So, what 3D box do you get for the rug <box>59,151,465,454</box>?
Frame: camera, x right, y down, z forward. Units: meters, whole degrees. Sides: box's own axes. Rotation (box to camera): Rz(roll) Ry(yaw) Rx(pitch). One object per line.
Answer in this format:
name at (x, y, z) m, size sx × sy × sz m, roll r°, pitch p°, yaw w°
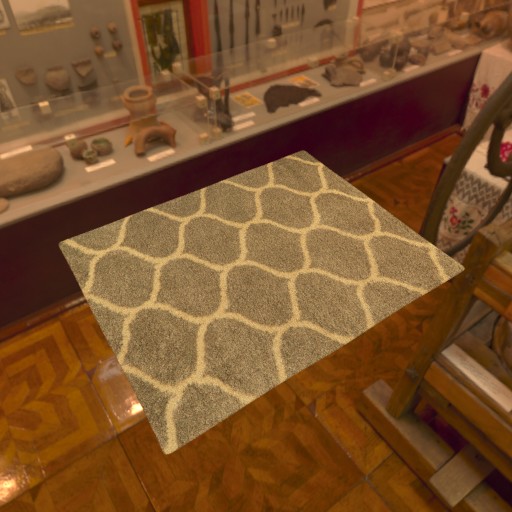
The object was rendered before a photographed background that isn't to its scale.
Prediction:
rug at (0.000, 0.000, 4.154) m, size 3.000 × 0.026 × 2.399 m, roll -25°, pitch 50°, yaw -23°
